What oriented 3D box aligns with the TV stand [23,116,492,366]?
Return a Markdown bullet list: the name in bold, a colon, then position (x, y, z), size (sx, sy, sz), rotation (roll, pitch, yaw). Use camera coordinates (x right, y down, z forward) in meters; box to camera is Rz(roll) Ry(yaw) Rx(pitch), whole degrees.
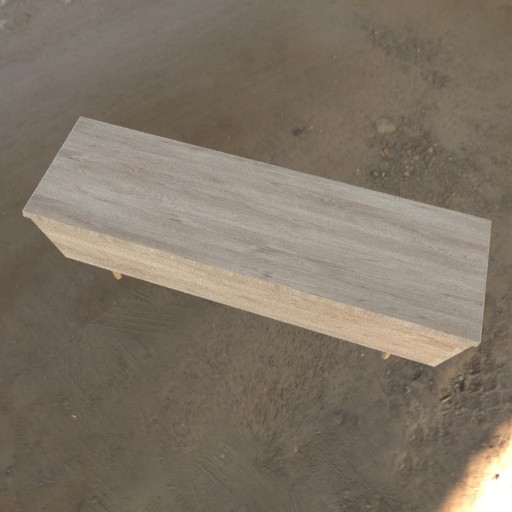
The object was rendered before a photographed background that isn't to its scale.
- **TV stand**: position (0.000, 0.000, 1.544), size (1.313, 0.565, 0.401), rotation (16, 66, 7)
